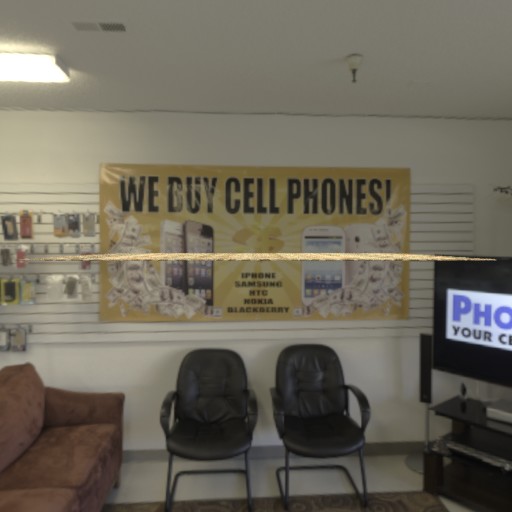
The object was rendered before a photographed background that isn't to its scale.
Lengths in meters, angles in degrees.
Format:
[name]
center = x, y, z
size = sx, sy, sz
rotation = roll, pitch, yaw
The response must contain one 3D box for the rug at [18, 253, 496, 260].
[rug]
center = 0.000, 0.000, 2.966
size = 2.438, 0.008, 1.524
rotation = 0, 2, -1
